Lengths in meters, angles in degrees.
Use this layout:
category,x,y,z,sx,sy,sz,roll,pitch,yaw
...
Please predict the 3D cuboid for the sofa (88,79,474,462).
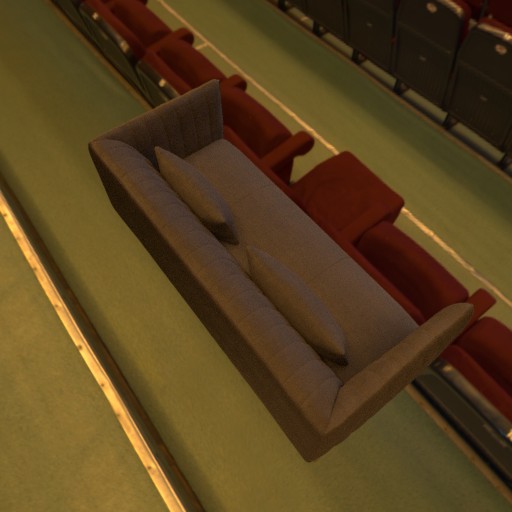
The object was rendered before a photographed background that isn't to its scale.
category,x,y,z,sx,sy,sz,roll,pitch,yaw
sofa,0.000,0.000,2.430,0.876,0.780,1.980,-33,64,-19
